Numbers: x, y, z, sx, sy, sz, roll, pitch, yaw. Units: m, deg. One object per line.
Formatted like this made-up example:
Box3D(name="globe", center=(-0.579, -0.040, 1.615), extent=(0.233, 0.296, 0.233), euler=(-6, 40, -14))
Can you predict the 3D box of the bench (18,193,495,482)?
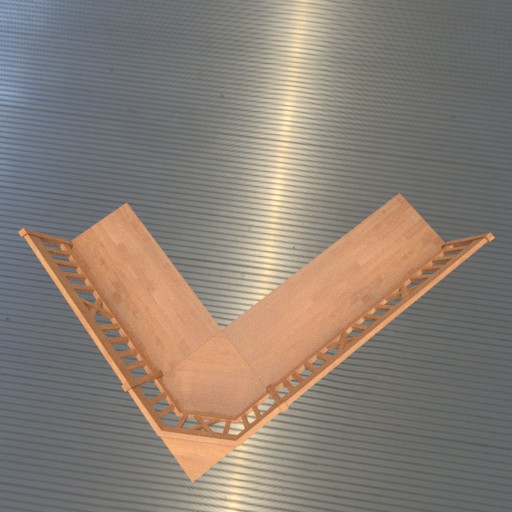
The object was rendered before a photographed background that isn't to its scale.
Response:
Box3D(name="bench", center=(0.000, 0.000, 2.732), extent=(1.937, 0.902, 1.537), euler=(-37, 79, -9))
